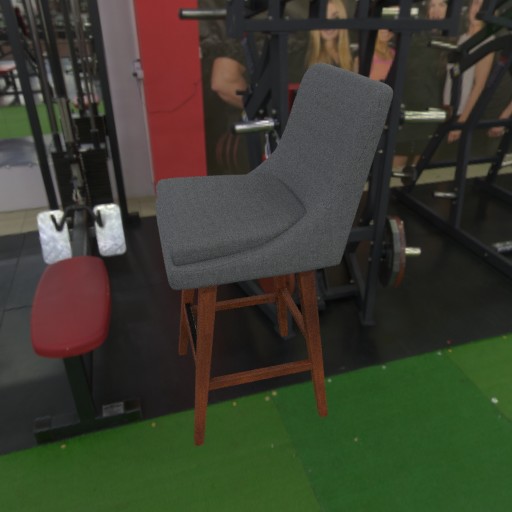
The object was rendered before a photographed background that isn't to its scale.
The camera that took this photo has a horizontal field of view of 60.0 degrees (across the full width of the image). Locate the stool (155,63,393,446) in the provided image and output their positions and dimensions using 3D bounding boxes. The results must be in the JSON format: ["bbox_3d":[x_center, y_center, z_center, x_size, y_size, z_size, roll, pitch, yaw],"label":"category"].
[{"bbox_3d":[0.000,0.000,1.277,0.524,0.977,0.447,-8,32,-13],"label":"stool"}]
